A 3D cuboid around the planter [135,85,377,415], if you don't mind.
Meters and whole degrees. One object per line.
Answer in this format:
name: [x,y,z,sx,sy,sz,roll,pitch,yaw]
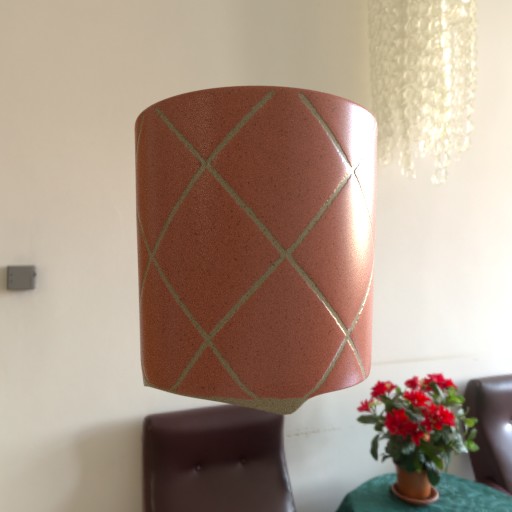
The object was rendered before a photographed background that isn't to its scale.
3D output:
planter: [0.000,0.000,0.357,0.191,0.200,0.191,0,-2,0]
